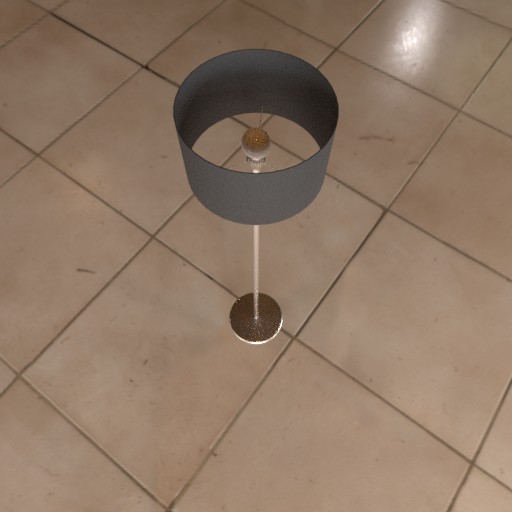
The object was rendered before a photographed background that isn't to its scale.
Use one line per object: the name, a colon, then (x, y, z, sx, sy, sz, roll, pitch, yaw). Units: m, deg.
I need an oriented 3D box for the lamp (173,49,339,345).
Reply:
lamp: (0.000, 0.000, 1.581, 0.348, 1.443, 0.348, 33, 68, 15)
